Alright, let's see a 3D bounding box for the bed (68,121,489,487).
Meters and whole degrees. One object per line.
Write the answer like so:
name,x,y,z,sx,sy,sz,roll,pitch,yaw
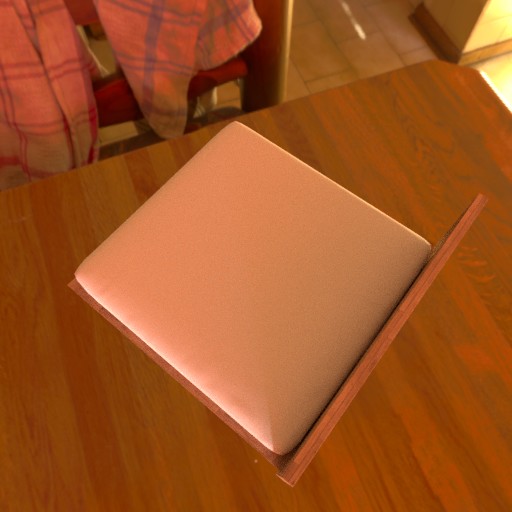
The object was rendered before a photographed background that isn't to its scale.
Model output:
bed,0.000,0.000,3.292,2.167,1.100,2.116,36,70,15
